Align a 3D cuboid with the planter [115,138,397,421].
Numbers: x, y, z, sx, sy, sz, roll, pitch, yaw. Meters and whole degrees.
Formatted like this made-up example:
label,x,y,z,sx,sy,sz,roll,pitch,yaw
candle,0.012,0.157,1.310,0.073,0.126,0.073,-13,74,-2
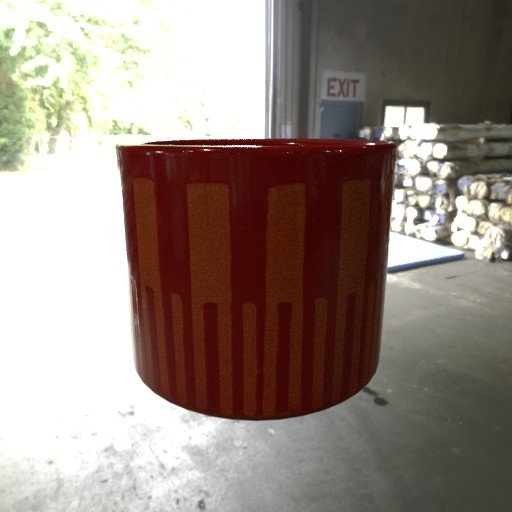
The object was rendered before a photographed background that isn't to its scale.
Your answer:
label,x,y,z,sx,sy,sz,roll,pitch,yaw
planter,0.000,0.000,0.403,0.230,0.202,0.230,0,16,0
